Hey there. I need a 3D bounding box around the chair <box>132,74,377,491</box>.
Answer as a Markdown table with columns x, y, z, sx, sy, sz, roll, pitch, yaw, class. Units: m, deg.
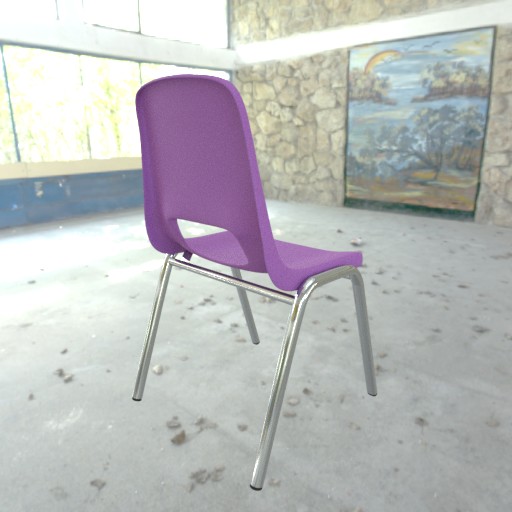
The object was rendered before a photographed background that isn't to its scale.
| x | y | z | sx | sy | sz | roll | pitch | yaw | class |
| --- | --- | --- | --- | --- | --- | --- | --- | --- | --- |
| 0.000 | 0.000 | 0.680 | 0.291 | 0.493 | 0.301 | 14 | 21 | 42 | chair |
